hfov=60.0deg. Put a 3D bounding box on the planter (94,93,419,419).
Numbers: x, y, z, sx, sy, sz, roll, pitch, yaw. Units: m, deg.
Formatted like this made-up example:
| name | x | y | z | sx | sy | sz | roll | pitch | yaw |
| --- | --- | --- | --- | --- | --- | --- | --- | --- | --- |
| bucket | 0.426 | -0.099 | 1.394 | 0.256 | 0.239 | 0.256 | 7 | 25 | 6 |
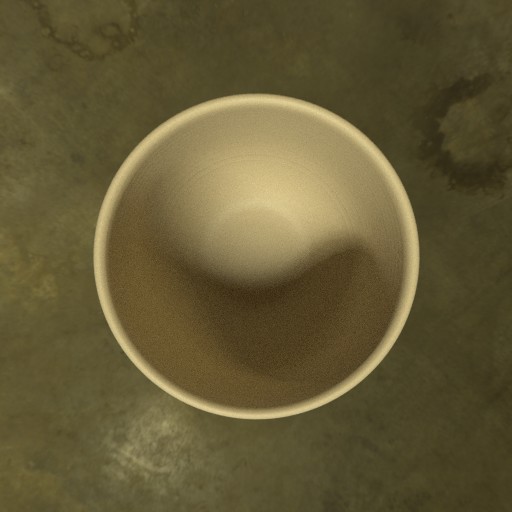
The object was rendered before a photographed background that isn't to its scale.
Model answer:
| name | x | y | z | sx | sy | sz | roll | pitch | yaw |
| --- | --- | --- | --- | --- | --- | --- | --- | --- | --- |
| planter | 0.000 | 0.000 | 0.305 | 0.169 | 0.153 | 0.169 | 0 | 90 | 0 |
